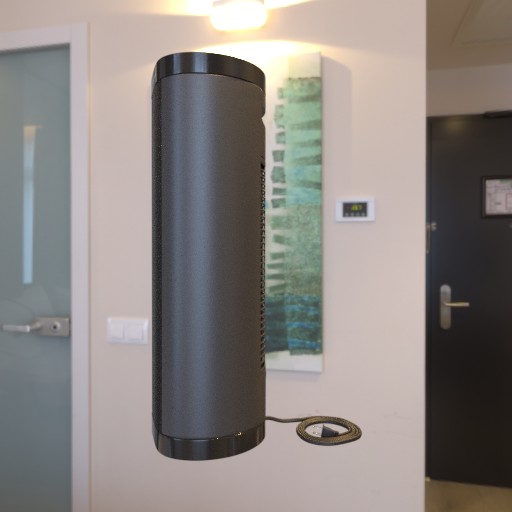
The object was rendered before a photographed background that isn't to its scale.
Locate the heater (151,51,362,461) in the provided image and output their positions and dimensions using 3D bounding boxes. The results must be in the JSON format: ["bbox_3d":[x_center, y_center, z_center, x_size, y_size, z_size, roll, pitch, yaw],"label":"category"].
[{"bbox_3d":[0.000,0.000,0.694,0.312,0.552,0.174,0,0,-18],"label":"heater"}]
